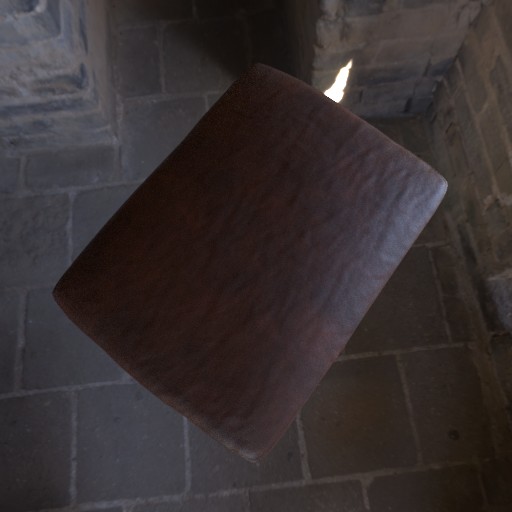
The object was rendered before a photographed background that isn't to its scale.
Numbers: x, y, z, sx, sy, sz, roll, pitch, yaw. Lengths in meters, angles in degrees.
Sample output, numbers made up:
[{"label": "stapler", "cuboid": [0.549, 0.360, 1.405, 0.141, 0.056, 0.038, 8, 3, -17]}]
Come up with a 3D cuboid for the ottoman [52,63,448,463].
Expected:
[{"label": "ottoman", "cuboid": [0.000, 0.000, 1.275, 0.659, 0.527, 0.887, 36, 77, 9]}]
